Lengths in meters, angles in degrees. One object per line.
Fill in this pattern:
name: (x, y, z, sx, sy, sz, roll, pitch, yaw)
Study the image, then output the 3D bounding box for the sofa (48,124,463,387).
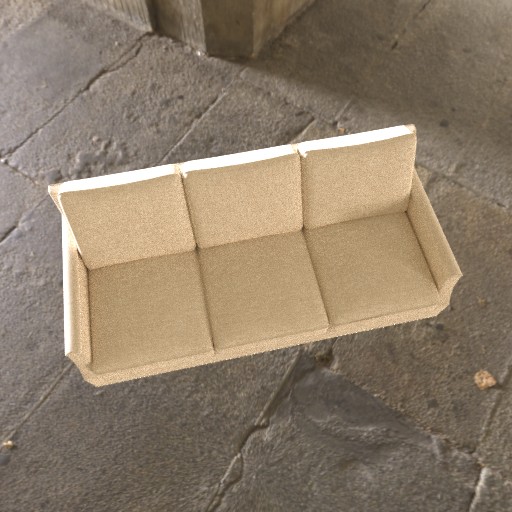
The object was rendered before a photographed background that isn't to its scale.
sofa: (0.000, 0.000, 2.700, 2.210, 0.940, 1.041, -11, 65, -5)
